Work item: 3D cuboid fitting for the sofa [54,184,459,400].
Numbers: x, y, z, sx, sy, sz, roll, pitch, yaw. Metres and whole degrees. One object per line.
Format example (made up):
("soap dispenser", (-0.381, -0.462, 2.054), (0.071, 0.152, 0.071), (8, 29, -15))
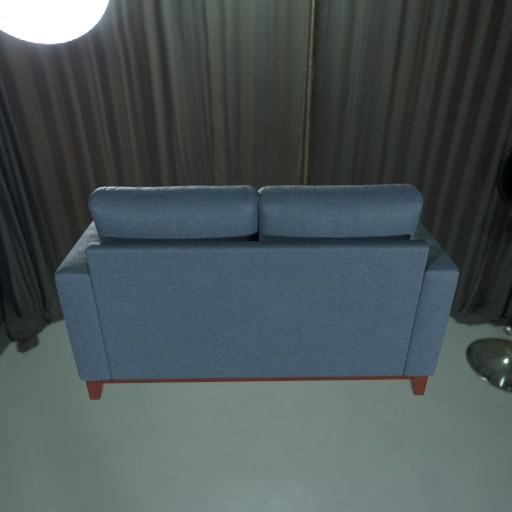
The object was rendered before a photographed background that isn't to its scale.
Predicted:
("sofa", (0.000, 0.000, 2.105), (1.489, 0.903, 0.955), (-1, 29, -1))
